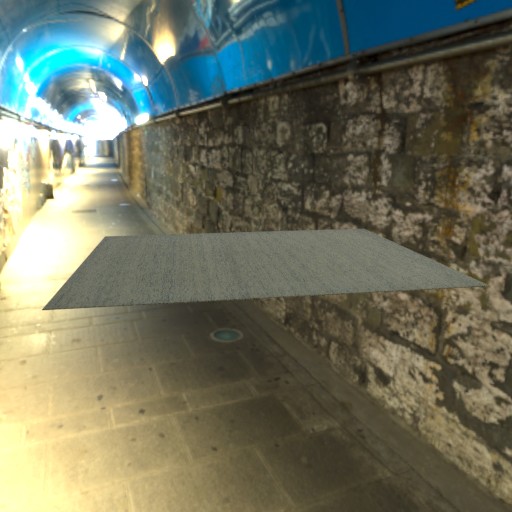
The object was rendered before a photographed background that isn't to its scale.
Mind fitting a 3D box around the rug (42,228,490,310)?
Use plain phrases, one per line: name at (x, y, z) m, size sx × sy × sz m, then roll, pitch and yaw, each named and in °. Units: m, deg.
rug at (0.000, 0.000, 4.282) m, size 3.197 × 0.006 × 2.438 m, roll -2°, pitch 14°, yaw -9°
